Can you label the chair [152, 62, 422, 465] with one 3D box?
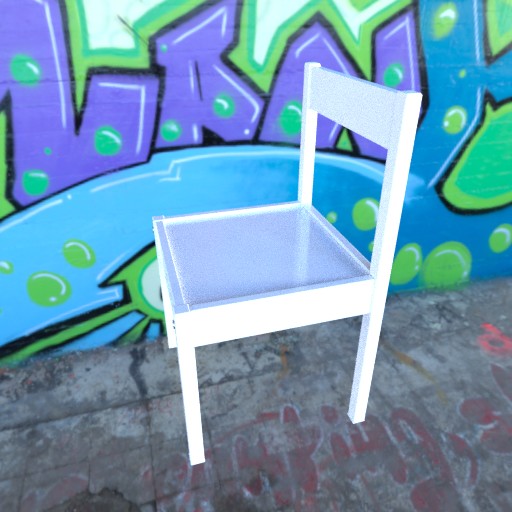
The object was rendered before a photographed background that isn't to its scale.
[{"bbox_3d":[0.000,0.000,0.674,0.285,0.505,0.285,-8,31,-14],"label":"chair"}]
